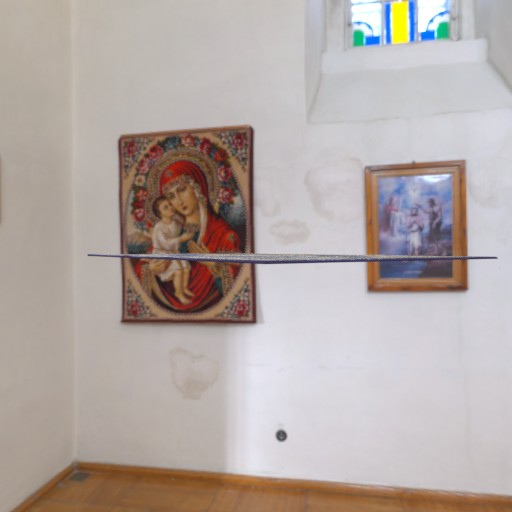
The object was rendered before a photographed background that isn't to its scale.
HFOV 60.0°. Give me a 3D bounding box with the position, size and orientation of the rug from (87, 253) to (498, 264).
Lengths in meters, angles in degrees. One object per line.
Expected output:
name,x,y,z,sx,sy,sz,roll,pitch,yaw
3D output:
rug,0.000,0.000,2.206,1.184,0.012,1.781,-1,1,-35
